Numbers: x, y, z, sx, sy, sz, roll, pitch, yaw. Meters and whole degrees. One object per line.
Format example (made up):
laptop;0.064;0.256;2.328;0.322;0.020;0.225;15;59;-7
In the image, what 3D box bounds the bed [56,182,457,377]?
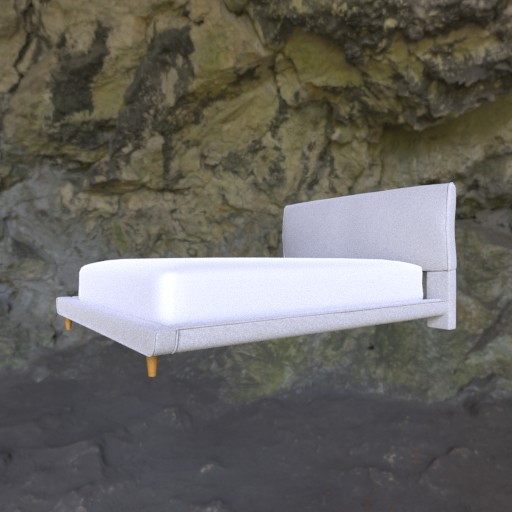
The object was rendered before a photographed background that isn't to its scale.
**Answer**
bed;0.000;0.000;3.267;2.368;1.067;1.840;0;0;-36
